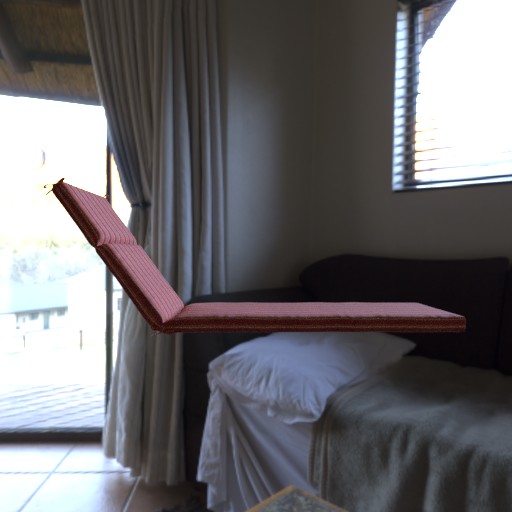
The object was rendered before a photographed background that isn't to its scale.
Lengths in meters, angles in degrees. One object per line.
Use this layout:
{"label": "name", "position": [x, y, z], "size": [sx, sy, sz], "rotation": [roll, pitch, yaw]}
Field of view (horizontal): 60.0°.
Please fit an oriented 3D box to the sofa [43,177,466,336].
{"label": "sofa", "position": [0.000, 0.000, 1.992], "size": [1.663, 0.622, 0.582], "rotation": [0, 0, 0]}
